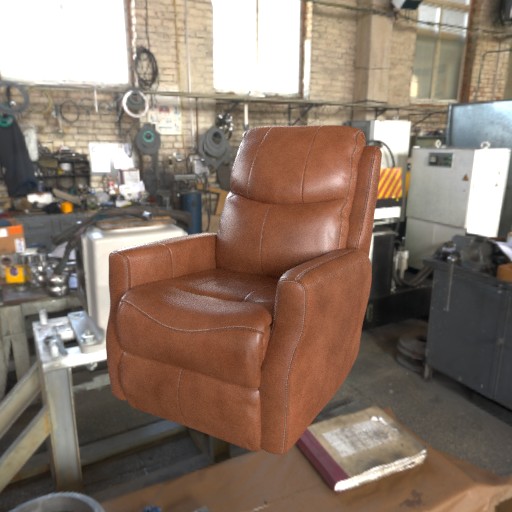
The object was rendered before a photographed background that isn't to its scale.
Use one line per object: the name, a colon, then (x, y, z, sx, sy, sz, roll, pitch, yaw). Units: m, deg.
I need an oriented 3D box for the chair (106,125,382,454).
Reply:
chair: (0.000, 0.000, 1.760, 0.821, 1.016, 1.072, 8, 16, 27)
